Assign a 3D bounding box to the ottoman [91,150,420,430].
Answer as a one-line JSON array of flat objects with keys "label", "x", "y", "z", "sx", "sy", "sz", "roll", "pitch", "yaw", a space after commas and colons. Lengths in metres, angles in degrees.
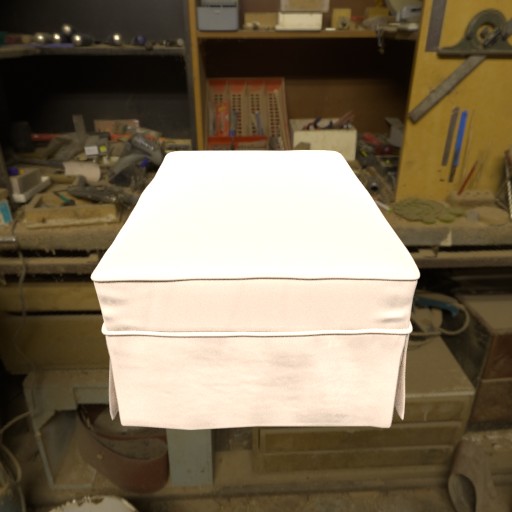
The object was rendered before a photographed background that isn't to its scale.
[{"label": "ottoman", "x": 0.000, "y": 0.000, "z": 1.334, "sx": 0.703, "sy": 0.479, "sz": 0.944, "roll": 0, "pitch": 28, "yaw": -1}]
